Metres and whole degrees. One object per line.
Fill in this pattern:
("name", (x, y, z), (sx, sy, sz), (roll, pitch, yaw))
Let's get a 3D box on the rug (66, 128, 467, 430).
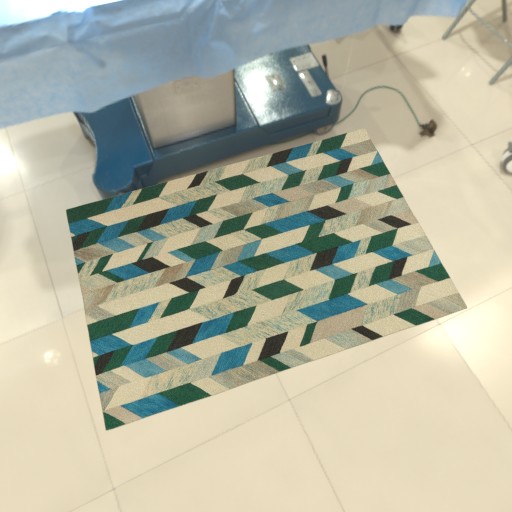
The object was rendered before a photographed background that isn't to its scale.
("rug", (0.000, 0.000, 2.346), (1.827, 0.005, 1.229), (-17, 66, -8))
